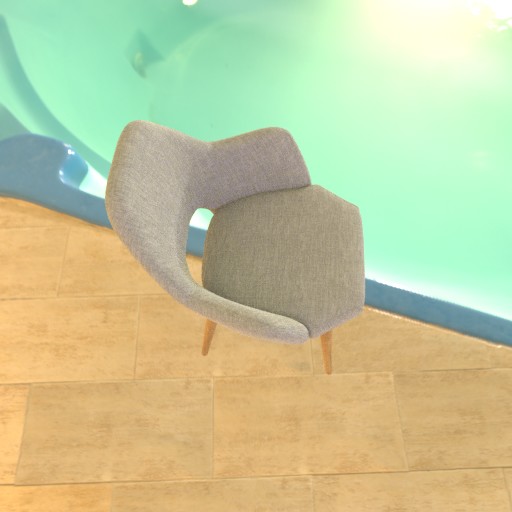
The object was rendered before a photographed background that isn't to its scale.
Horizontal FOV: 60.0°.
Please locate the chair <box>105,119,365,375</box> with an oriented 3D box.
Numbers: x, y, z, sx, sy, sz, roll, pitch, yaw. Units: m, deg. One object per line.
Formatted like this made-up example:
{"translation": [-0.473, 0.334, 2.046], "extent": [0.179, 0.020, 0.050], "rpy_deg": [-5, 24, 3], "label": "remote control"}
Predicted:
{"translation": [0.000, 0.000, 1.285], "extent": [0.610, 0.840, 0.590], "rpy_deg": [4, 64, 2], "label": "chair"}
